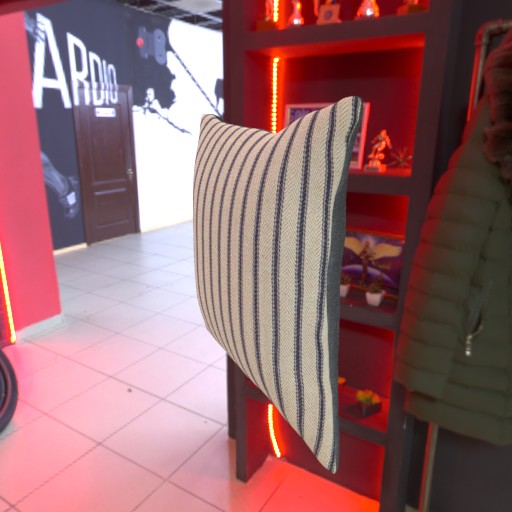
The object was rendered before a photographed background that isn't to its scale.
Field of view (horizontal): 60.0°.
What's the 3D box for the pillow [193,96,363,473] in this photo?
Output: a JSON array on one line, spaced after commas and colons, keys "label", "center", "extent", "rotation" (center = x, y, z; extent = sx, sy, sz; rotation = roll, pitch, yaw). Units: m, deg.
[{"label": "pillow", "center": [0.000, 0.000, 0.693], "extent": [0.138, 0.444, 0.468], "rotation": [-8, 18, -25]}]
